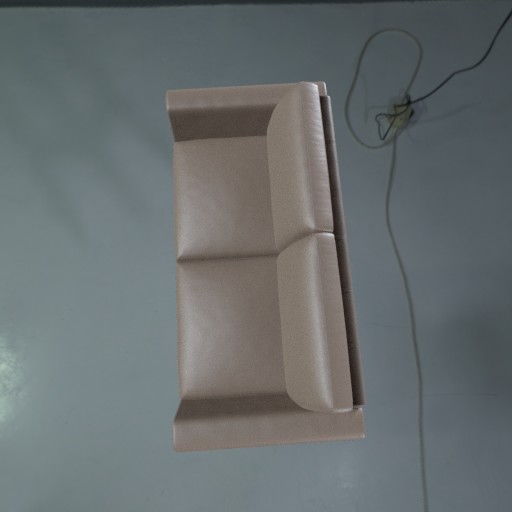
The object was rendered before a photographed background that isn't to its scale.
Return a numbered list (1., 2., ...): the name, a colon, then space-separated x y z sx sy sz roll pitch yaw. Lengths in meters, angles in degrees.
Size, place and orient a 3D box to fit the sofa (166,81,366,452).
1. sofa: 0.000 0.000 2.555 0.953 0.875 2.017 -4 76 -1
